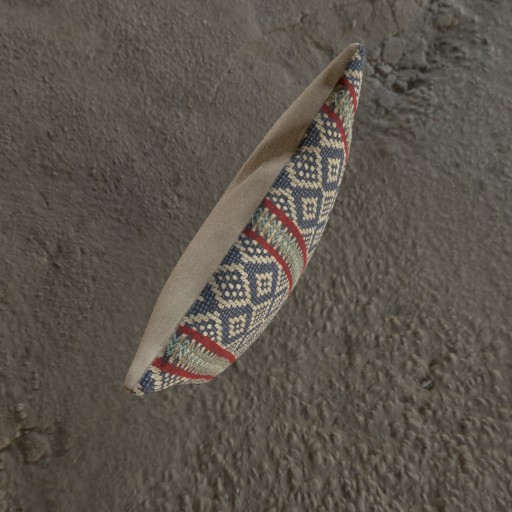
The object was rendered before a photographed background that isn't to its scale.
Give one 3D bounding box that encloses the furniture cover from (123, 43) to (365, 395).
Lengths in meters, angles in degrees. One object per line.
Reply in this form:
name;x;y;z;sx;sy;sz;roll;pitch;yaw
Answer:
furniture cover;0.000;0.000;0.640;0.139;0.431;0.431;31;77;8
